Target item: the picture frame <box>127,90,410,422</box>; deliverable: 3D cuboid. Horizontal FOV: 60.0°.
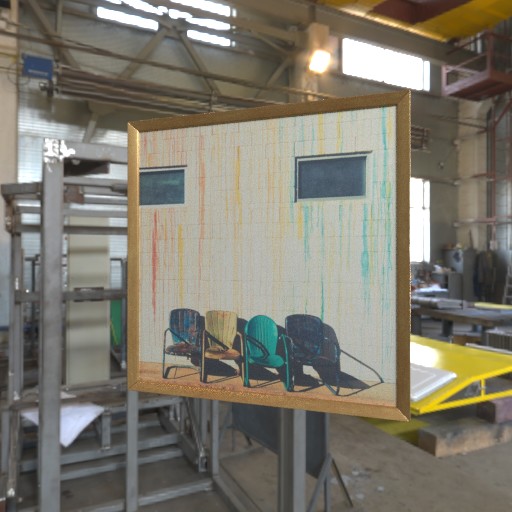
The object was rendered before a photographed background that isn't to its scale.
[{"bbox_3d":[0.000,0.000,1.153,0.758,0.761,0.037,0,0,19],"label":"picture frame"}]
